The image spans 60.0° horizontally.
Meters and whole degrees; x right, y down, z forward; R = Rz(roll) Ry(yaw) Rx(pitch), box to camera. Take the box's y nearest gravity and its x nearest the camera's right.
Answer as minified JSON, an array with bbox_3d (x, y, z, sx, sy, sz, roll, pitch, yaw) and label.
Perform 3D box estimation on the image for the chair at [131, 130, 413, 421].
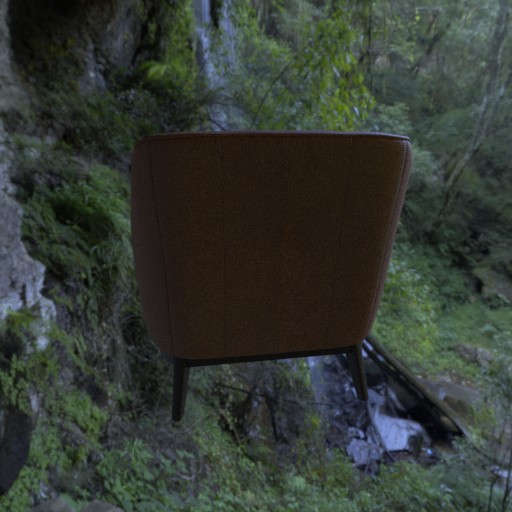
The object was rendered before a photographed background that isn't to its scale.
[{"bbox_3d":[0.000,0.000,1.554,0.871,0.830,0.852,-3,15,-10],"label":"chair"}]
